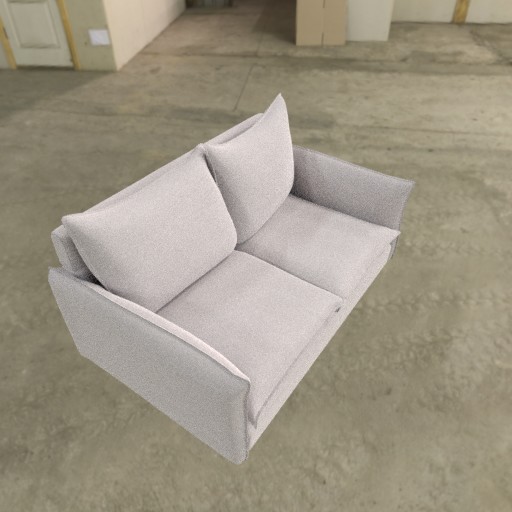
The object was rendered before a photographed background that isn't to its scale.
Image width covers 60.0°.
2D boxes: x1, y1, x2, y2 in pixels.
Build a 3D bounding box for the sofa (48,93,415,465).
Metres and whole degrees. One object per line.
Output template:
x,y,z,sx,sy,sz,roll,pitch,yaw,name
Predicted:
0.000,0.000,1.796,0.820,0.840,1.300,24,46,26,sofa
